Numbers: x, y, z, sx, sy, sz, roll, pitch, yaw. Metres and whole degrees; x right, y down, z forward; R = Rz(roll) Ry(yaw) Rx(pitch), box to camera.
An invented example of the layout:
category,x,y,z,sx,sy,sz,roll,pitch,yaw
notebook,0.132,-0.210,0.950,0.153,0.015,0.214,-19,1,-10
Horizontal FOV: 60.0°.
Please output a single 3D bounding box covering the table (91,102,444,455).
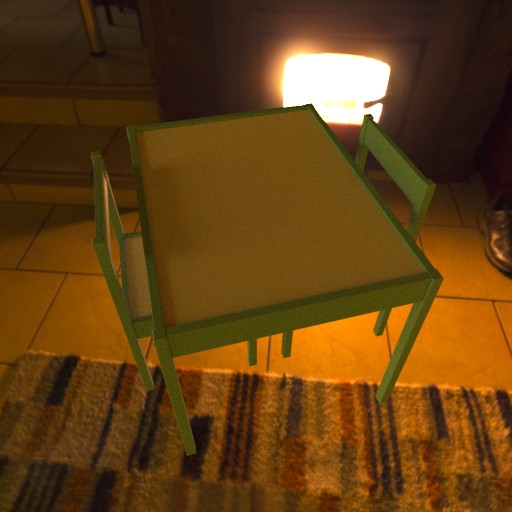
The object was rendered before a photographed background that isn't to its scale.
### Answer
category,x,y,z,sx,sy,sz,roll,pitch,yaw
table,0.000,0.000,1.056,0.633,0.503,0.639,-11,47,-10
